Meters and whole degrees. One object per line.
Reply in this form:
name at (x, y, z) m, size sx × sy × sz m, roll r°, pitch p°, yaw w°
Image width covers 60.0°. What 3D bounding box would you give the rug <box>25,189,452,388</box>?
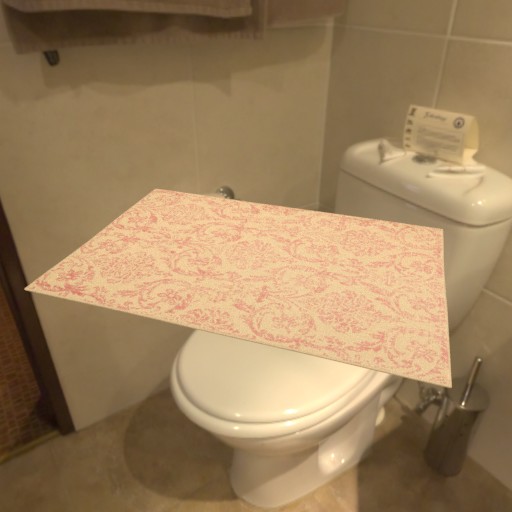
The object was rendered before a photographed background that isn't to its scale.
rug at (0.000, 0.000, 3.402) m, size 2.746 × 0.018 × 1.819 m, roll 10°, pitch 33°, yaw 15°
